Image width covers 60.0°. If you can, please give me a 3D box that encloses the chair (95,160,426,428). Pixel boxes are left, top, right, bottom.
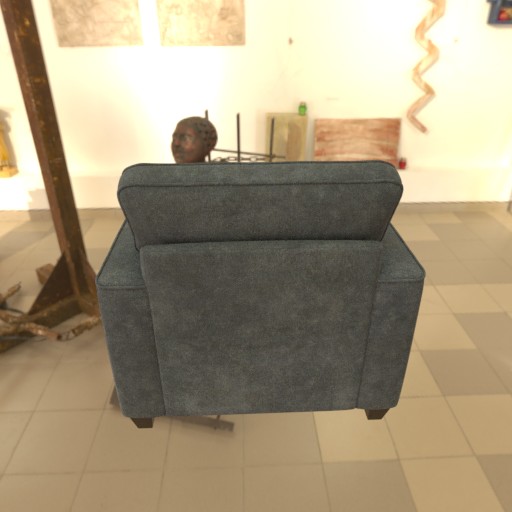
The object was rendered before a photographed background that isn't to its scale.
[{"bbox_3d":[0.000,0.000,1.786,1.015,0.965,0.939,-1,29,-2],"label":"chair"}]
